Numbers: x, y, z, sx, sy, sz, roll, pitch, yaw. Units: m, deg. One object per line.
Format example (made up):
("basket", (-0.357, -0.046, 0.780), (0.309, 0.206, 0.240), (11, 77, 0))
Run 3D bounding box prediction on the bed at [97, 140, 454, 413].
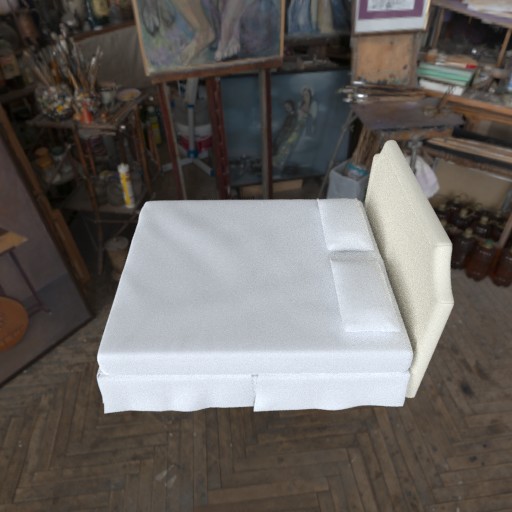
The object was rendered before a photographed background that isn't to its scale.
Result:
("bed", (0.000, 0.000, 4.241), (2.773, 1.590, 2.350), (0, 41, -1))
